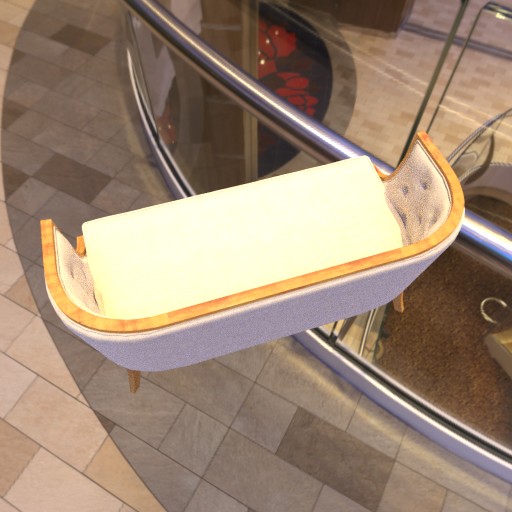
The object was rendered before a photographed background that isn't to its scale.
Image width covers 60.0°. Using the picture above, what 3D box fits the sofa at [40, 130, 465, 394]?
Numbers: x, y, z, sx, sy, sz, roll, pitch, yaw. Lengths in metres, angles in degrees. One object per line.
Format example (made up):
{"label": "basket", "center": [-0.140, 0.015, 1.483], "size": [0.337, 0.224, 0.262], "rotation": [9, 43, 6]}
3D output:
{"label": "sofa", "center": [0.000, 0.000, 1.871], "size": [1.474, 0.775, 0.770], "rotation": [-15, 60, -9]}
